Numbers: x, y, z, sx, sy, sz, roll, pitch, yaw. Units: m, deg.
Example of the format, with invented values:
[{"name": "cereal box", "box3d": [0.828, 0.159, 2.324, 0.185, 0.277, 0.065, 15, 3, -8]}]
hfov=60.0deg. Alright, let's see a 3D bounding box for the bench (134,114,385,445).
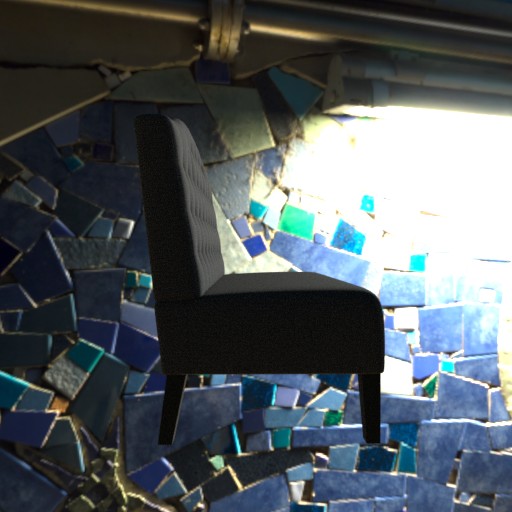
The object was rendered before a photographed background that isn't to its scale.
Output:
[{"name": "bench", "box3d": [0.000, 0.000, 2.044, 0.815, 1.180, 1.335, 0, 1, -1]}]
